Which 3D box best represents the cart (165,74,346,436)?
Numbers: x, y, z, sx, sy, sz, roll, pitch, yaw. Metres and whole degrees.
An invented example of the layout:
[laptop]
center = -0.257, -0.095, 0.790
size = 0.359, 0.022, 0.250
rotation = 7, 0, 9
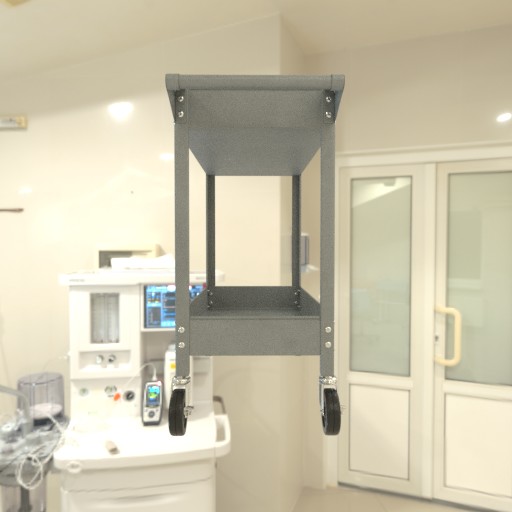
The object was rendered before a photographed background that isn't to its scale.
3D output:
[cart]
center = 0.000, 0.000, 1.214
size = 0.366, 0.719, 0.779
rotation = 0, 2, -1
